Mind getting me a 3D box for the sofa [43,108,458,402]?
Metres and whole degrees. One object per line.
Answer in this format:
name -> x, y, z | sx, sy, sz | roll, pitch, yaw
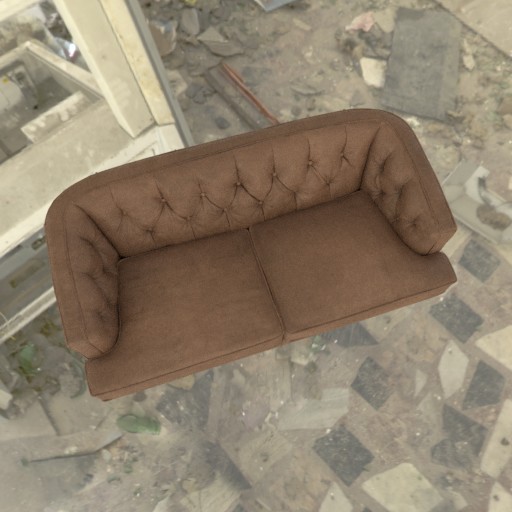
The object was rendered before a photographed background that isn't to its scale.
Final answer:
sofa -> 0.000, 0.000, 2.201 | 1.767, 0.799, 0.917 | -16, 66, -7
